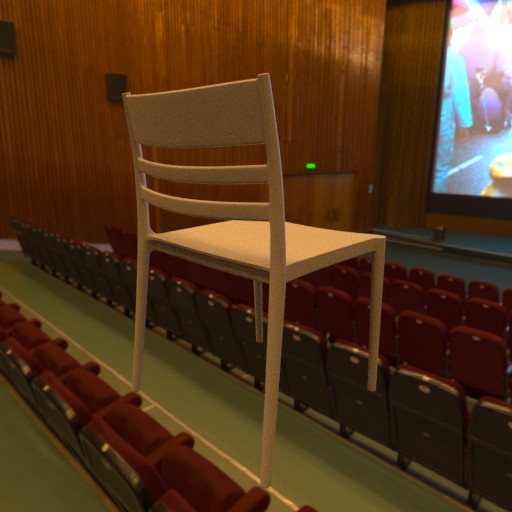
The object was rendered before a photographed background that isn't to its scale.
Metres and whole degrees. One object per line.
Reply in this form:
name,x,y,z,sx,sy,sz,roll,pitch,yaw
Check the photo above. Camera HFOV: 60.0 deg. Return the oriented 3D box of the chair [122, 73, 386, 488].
chair,0.000,0.000,1.145,0.531,0.800,0.511,14,20,43
